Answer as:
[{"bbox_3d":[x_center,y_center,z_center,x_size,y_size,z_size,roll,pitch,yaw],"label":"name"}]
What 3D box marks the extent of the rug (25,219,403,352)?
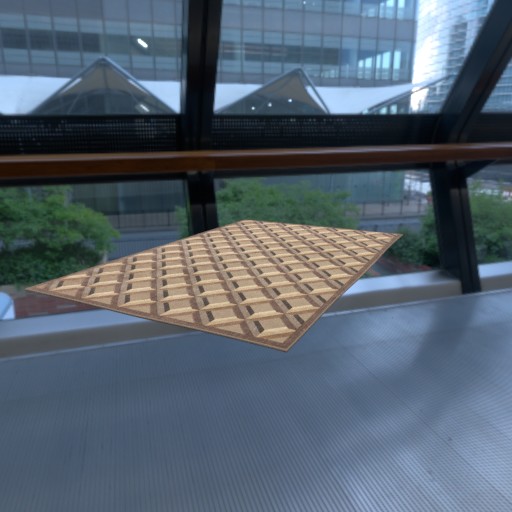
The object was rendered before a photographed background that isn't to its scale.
[{"bbox_3d":[0.000,0.000,2.119,1.066,0.011,1.677,8,16,27],"label":"rug"}]
